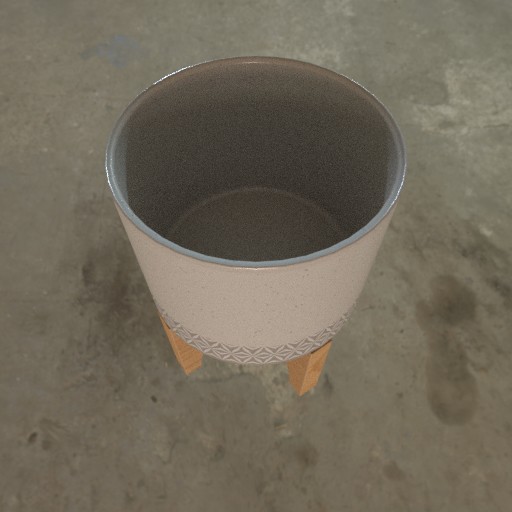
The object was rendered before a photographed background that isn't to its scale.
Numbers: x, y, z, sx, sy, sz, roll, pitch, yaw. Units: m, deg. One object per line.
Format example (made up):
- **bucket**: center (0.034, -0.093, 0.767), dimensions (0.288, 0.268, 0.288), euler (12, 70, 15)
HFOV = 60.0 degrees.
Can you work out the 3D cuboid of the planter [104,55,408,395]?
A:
- **planter**: center (0.000, 0.000, 0.265), dimensions (0.130, 0.178, 0.130), euler (0, 56, 0)
